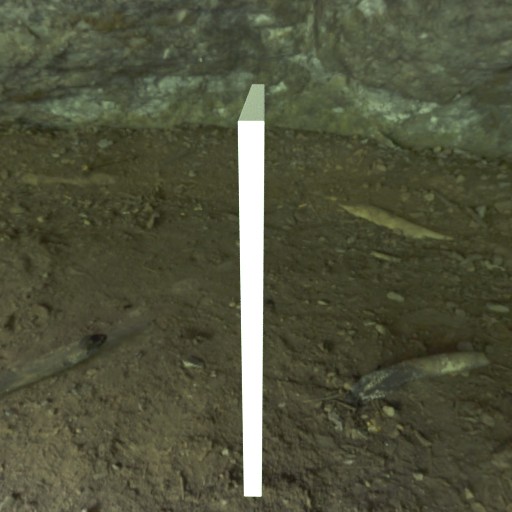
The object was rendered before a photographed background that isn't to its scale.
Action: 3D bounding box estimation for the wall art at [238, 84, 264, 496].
[{"bbox_3d":[0.000,0.000,1.116,0.036,0.760,0.760,0,25,1],"label":"wall art"}]
